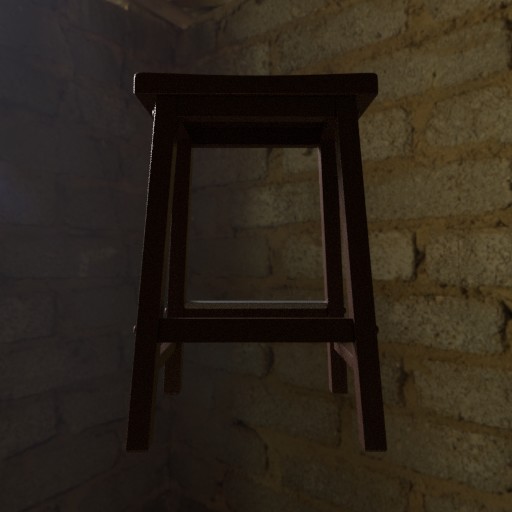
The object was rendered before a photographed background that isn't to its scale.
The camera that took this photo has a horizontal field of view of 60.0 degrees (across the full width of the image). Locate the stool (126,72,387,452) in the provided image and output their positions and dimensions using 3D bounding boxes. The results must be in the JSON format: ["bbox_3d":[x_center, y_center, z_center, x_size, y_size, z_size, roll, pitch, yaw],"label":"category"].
[{"bbox_3d":[0.000,0.000,0.848,0.406,0.610,0.322,0,0,0],"label":"stool"}]
